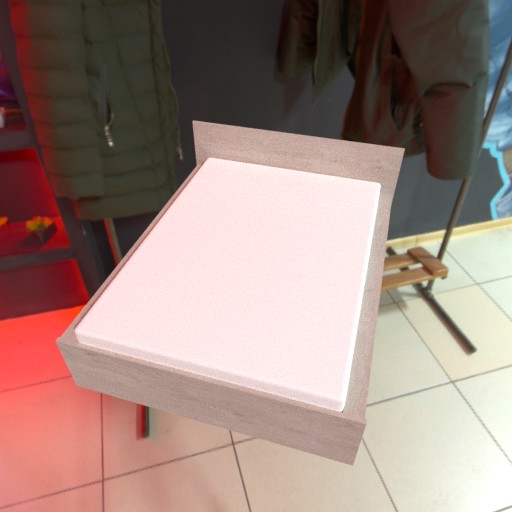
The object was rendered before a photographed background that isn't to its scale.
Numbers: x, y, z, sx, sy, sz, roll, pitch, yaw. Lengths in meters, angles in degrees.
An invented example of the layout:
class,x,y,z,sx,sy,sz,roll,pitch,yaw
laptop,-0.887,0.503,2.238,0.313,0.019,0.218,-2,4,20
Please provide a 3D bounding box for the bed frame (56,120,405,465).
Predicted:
class,x,y,z,sx,sy,sz,roll,pitch,yaw
bed frame,0.000,0.000,2.884,1.622,0.800,1.960,11,42,13
